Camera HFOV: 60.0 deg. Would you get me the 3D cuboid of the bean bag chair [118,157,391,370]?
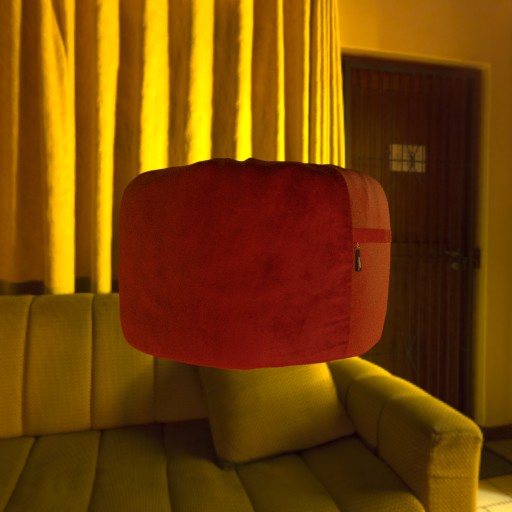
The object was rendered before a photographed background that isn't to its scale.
[{"bbox_3d":[0.000,0.000,2.055,1.219,0.762,1.219,0,2,0],"label":"bean bag chair"}]
